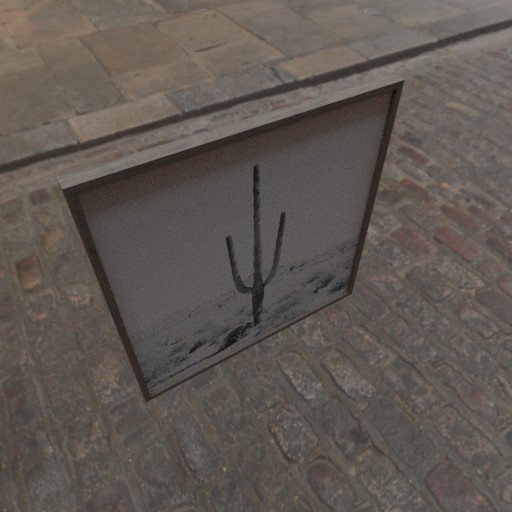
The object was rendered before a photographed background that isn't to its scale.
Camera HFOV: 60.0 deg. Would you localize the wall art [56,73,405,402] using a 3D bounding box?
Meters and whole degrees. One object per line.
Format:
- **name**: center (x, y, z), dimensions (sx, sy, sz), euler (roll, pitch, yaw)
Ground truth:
- **wall art**: center (0.000, 0.000, 1.144), dimensions (0.762, 0.762, 0.038), euler (-24, 51, -21)
